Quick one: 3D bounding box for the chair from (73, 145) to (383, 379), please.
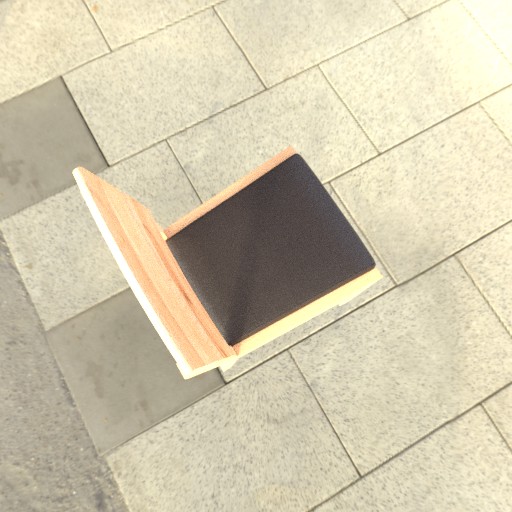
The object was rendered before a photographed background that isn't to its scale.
[{"bbox_3d":[0.000,0.000,1.256,0.560,0.950,0.475,-31,78,-7],"label":"chair"}]
